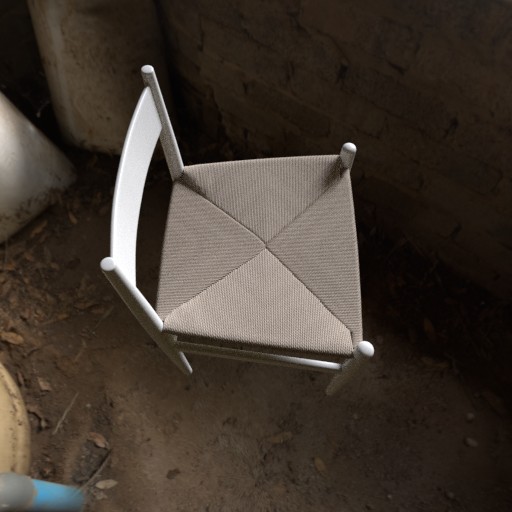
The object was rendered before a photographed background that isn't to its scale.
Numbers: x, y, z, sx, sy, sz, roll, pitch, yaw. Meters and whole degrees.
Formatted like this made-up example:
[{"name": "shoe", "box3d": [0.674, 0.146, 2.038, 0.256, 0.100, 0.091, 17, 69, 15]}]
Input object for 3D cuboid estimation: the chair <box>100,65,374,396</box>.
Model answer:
[{"name": "chair", "box3d": [0.000, 0.000, 1.110, 0.495, 0.762, 0.556, 2, 63, 1]}]
